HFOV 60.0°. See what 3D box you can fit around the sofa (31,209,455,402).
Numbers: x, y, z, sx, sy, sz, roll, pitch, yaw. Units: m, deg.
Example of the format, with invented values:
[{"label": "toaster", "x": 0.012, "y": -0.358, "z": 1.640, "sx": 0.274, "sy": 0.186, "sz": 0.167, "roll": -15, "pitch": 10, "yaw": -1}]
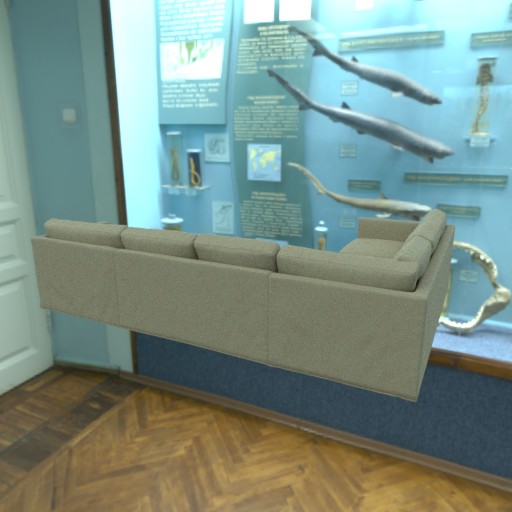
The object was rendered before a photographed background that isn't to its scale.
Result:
[{"label": "sofa", "x": 0.000, "y": 0.000, "z": 4.409, "sx": 3.460, "sy": 0.882, "sz": 2.427, "roll": 8, "pitch": 17, "yaw": 26}]
